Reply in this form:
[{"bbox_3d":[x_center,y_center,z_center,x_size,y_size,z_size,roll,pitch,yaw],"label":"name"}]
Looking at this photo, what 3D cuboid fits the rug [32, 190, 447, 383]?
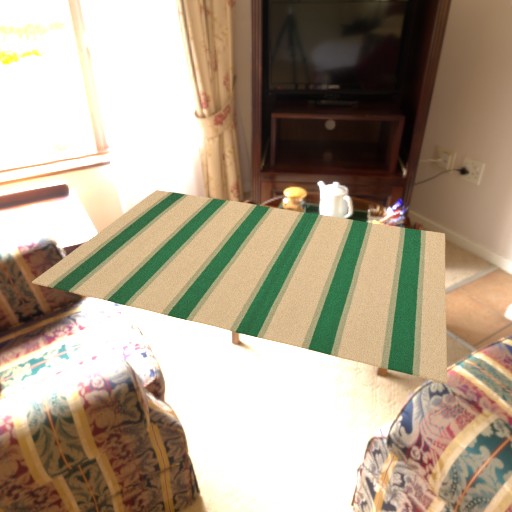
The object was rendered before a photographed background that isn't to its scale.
[{"bbox_3d":[0.000,0.000,3.025,2.436,0.015,1.521,11,33,16],"label":"rug"}]
